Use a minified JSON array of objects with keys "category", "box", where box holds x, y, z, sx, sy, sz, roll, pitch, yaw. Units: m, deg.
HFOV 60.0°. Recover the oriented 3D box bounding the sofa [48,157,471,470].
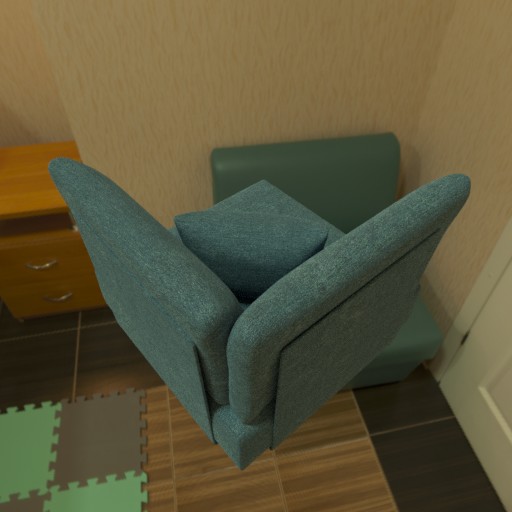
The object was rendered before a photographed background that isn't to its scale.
[{"category":"sofa","box":[0.000,0.000,1.706,1.000,0.820,1.000,-32,54,-27]}]
